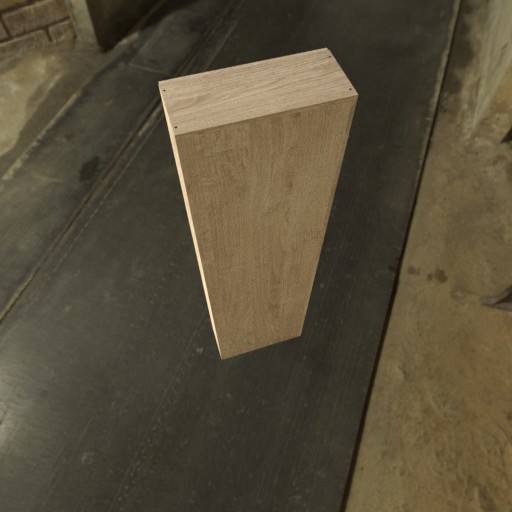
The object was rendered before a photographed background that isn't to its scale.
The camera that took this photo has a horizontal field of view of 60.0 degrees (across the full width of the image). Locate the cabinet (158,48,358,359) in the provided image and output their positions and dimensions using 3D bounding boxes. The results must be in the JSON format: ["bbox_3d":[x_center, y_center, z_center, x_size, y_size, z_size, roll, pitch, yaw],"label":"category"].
[{"bbox_3d":[0.000,0.000,1.968,0.500,1.790,0.230,-15,60,-9],"label":"cabinet"}]
